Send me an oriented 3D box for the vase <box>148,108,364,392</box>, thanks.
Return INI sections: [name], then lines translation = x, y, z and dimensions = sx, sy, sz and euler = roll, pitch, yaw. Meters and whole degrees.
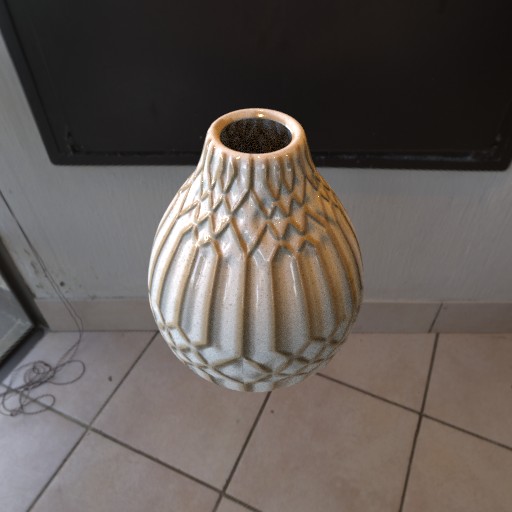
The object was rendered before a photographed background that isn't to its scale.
[vase]
translation = 0.000, 0.000, 0.317
dimensions = 0.159, 0.200, 0.159
euler = 0, 46, 0
